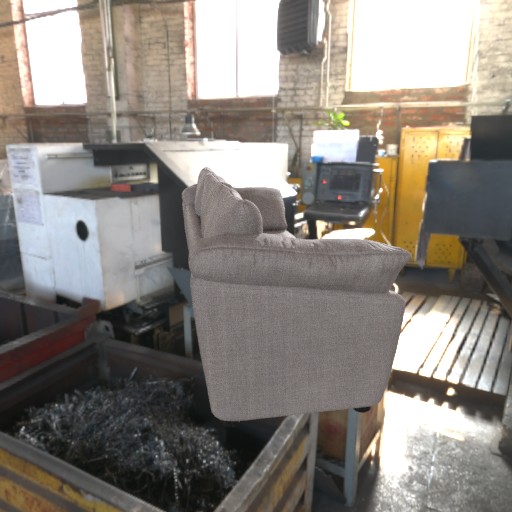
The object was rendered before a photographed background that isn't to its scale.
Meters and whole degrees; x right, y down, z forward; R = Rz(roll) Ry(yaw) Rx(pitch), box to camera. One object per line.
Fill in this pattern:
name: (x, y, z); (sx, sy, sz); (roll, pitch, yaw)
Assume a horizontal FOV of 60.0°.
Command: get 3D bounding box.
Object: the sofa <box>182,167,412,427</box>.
sofa: (0.000, 0.000, 2.801); (0.878, 0.996, 2.334); (-3, 15, -10)
